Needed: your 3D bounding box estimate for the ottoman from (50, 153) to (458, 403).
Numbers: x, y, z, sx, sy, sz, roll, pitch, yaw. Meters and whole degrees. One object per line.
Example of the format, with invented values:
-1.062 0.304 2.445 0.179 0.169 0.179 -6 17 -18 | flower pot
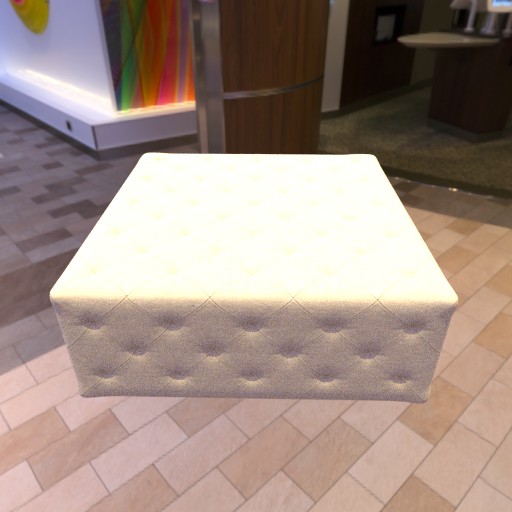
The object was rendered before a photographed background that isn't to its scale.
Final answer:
0.000 0.000 1.623 1.028 0.439 1.028 1 33 1 | ottoman
